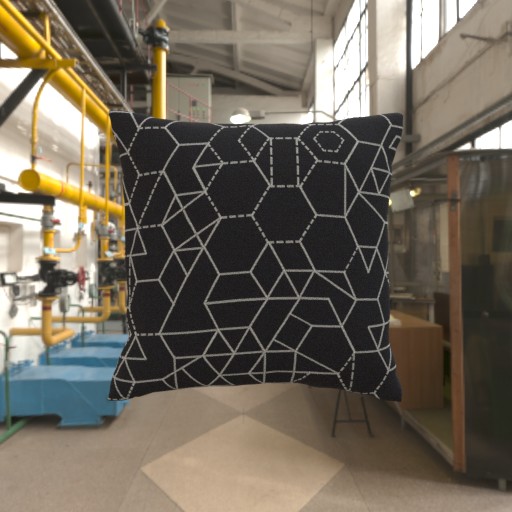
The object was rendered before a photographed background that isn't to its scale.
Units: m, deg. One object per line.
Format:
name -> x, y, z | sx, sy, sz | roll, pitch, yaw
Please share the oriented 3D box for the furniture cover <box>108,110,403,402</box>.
furniture cover -> 0.000, 0.000, 0.778 | 0.517, 0.508, 0.158 | 0, 0, -1
